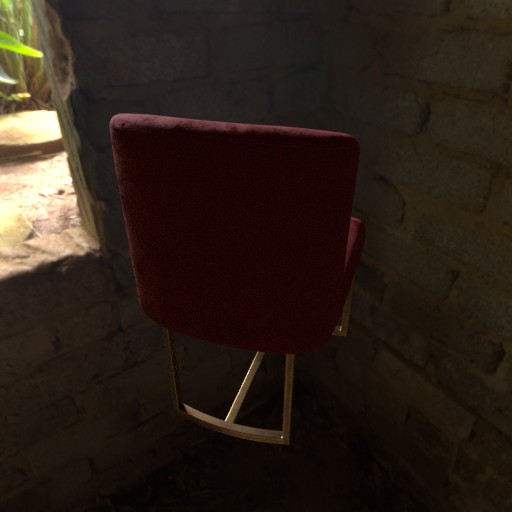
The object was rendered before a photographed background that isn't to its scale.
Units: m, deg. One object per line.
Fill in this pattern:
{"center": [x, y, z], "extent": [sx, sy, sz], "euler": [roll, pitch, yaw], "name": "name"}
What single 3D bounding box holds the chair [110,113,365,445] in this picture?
{"center": [0.000, 0.000, 1.182], "extent": [0.530, 0.824, 0.560], "euler": [10, 33, 16], "name": "chair"}
